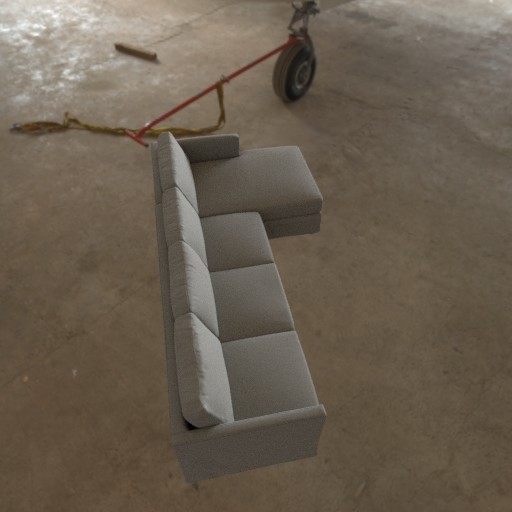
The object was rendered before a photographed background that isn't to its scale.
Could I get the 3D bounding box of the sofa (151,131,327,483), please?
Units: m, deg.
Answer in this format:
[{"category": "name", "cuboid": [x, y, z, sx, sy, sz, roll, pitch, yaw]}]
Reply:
[{"category": "sofa", "cuboid": [0.000, 0.000, 3.855, 1.622, 0.867, 3.177, -8, 48, -8]}]
